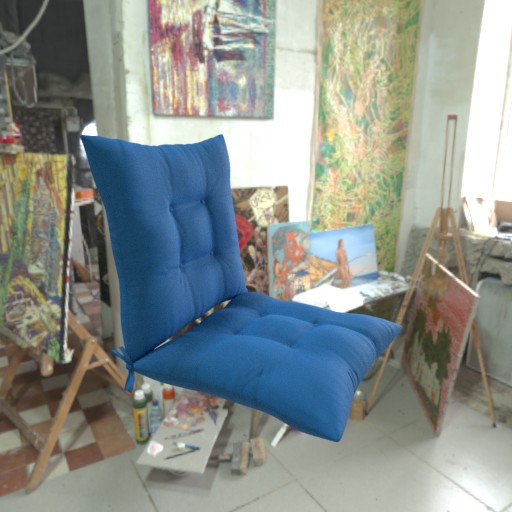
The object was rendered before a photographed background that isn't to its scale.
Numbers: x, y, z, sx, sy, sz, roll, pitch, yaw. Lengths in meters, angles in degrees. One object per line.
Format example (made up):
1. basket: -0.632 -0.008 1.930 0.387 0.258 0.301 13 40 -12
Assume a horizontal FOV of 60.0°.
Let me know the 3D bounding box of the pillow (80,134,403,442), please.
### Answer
1. pillow: 0.000 0.000 1.005 0.585 0.536 0.541 8 17 28
